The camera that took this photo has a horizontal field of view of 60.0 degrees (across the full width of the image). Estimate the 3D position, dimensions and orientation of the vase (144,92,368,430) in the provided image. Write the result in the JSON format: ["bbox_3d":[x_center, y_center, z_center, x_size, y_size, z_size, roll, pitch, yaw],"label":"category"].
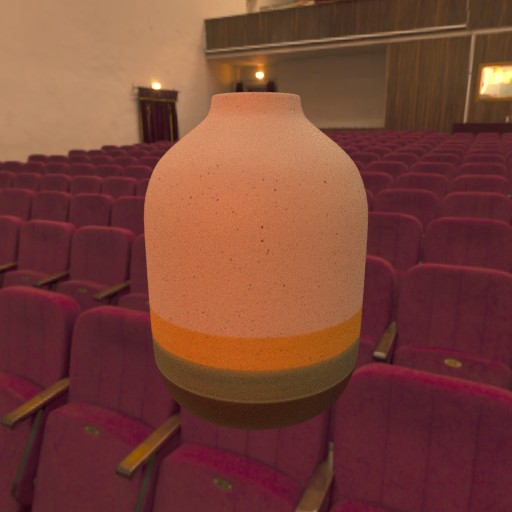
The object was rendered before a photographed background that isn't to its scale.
[{"bbox_3d":[0.000,0.000,0.353,0.169,0.240,0.169,0,16,0],"label":"vase"}]
